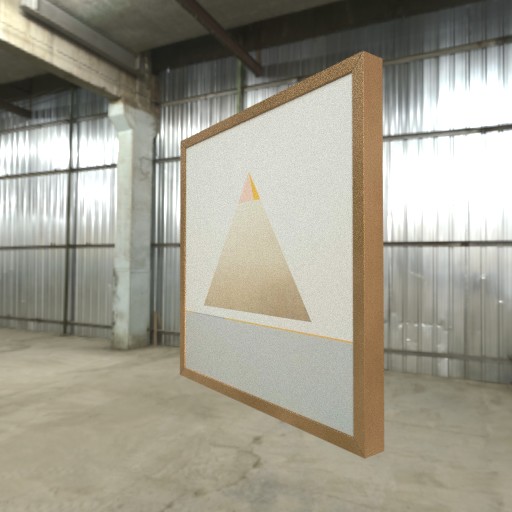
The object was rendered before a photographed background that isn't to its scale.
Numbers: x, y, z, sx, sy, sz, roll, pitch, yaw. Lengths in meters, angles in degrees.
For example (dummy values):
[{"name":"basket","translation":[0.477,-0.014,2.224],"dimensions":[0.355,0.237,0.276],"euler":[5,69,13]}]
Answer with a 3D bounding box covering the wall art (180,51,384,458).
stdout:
[{"name":"wall art","translation":[0.000,0.000,0.773],"dimensions":[0.038,0.511,0.513],"euler":[1,-1,-36]}]
